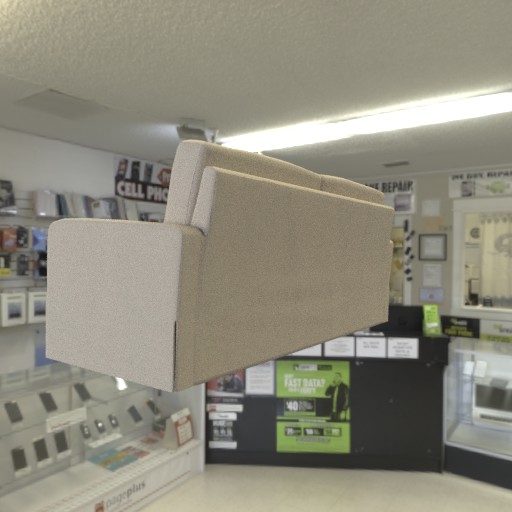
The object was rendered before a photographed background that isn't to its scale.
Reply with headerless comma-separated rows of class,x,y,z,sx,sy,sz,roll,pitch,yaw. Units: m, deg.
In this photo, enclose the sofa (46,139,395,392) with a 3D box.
sofa,0.000,0.000,2.299,0.894,0.831,1.808,0,1,37
